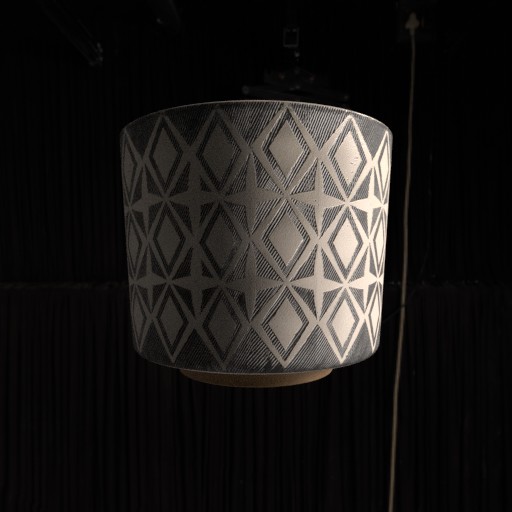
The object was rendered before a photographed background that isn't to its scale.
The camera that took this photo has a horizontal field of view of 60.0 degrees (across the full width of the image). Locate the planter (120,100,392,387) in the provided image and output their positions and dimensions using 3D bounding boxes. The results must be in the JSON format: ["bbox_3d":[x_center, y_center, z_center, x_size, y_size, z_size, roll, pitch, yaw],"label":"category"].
[{"bbox_3d":[0.000,0.000,0.442,0.260,0.220,0.260,0,0,0],"label":"planter"}]
